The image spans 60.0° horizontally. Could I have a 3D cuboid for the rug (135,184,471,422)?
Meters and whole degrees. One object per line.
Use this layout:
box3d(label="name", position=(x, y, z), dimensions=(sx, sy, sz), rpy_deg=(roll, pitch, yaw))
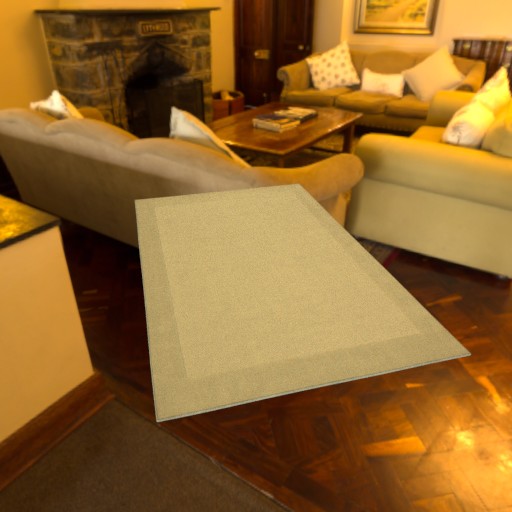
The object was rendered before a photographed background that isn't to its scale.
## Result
box3d(label="rug", position=(0.000, 0.000, 3.022), dimensions=(1.524, 0.014, 2.438), rpy_deg=(-8, 31, -13))
